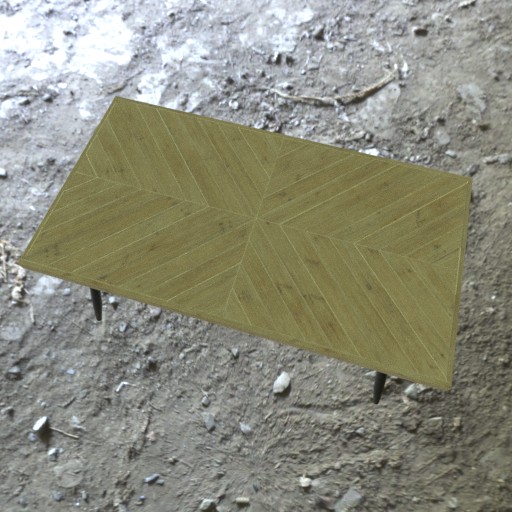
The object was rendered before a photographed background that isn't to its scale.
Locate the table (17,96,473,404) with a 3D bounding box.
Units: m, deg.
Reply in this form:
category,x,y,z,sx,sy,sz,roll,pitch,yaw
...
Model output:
category,x,y,z,sx,sy,sz,roll,pitch,yaw
table,0.000,0.000,2.304,1.803,0.762,0.991,15,65,7
